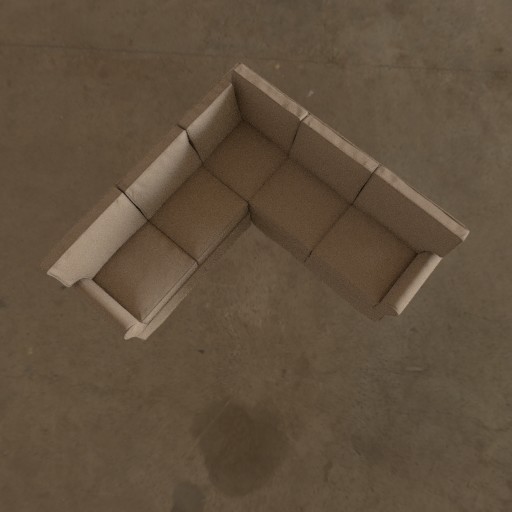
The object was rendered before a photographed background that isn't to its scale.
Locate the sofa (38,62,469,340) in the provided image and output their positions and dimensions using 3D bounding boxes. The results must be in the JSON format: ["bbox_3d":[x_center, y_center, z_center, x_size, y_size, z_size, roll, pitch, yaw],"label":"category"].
[{"bbox_3d":[0.000,0.000,4.226,2.733,1.124,2.730,39,79,9],"label":"sofa"}]
